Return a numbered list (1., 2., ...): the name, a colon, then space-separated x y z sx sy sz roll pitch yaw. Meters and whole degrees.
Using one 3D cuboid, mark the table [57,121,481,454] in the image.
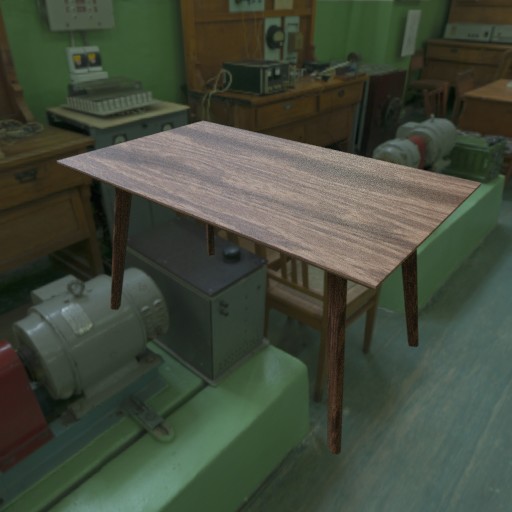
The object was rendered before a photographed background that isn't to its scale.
1. table: 0.000 0.000 1.810 1.349 0.724 0.801 23 38 33
